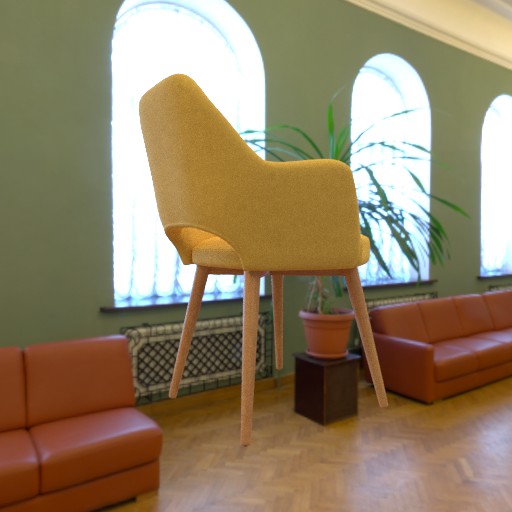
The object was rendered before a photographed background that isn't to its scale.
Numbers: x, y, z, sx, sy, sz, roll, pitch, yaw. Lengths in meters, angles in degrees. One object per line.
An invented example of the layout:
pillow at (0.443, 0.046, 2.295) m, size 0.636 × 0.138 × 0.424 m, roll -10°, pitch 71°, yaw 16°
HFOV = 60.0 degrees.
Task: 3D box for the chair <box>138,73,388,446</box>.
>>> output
chair at (0.000, 0.000, 1.241) m, size 0.610 × 0.840 × 0.590 m, roll -1°, pitch 2°, yaw -36°
